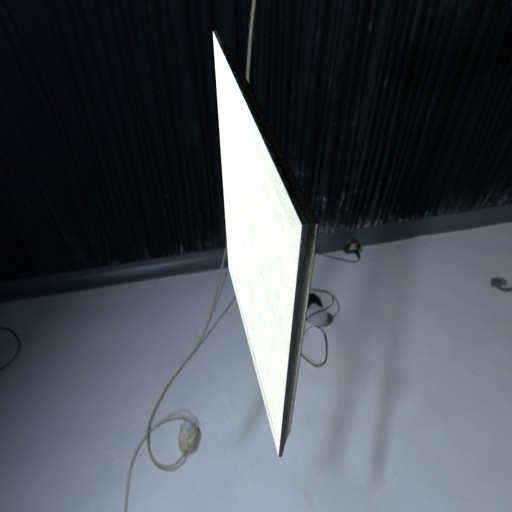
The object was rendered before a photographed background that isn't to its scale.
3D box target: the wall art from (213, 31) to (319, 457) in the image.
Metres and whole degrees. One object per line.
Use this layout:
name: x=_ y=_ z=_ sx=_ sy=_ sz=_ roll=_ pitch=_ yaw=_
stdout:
wall art: x=0.000 y=0.000 z=0.610 sx=0.023 sy=0.457 sz=0.381 roll=-10 pitch=47 yaw=-9
